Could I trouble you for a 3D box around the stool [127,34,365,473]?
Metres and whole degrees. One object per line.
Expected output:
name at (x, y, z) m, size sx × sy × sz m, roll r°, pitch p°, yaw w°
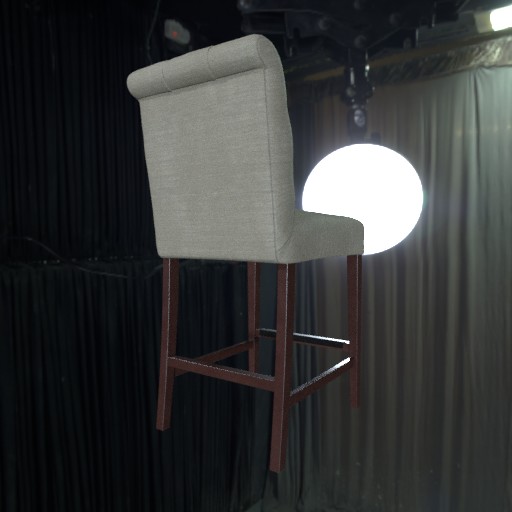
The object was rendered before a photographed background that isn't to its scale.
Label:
stool at (0.000, 0.000, 1.422) m, size 0.486 × 1.084 × 0.660 m, roll 2°, pitch 4°, yaw 35°
